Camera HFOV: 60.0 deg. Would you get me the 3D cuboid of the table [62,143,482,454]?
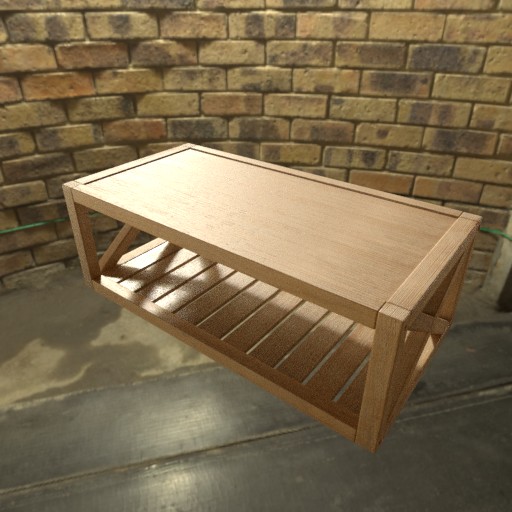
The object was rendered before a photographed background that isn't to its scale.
[{"bbox_3d":[0.000,0.000,1.639,1.321,0.457,0.660,21,37,32],"label":"table"}]
